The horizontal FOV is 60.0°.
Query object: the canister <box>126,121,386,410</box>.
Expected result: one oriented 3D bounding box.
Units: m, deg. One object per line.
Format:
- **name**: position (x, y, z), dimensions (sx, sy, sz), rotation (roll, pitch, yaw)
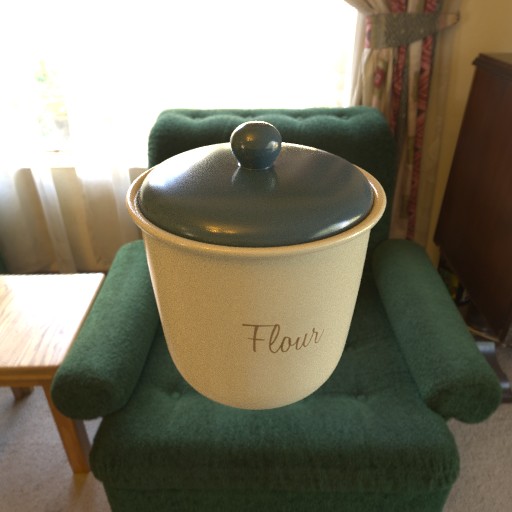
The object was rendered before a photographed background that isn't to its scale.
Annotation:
- **canister**: position (0.000, 0.000, 0.349), dimensions (0.182, 0.208, 0.182), rotation (0, 32, 0)
